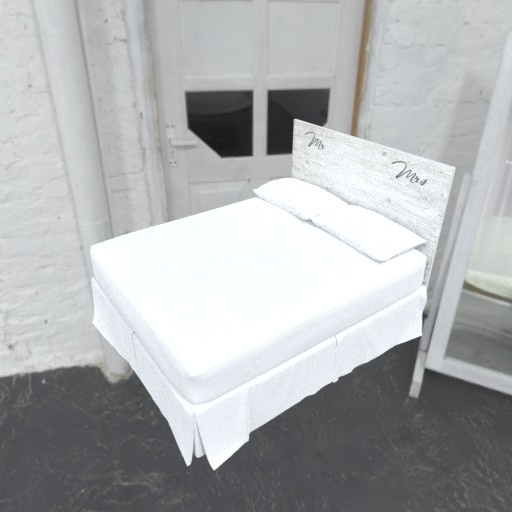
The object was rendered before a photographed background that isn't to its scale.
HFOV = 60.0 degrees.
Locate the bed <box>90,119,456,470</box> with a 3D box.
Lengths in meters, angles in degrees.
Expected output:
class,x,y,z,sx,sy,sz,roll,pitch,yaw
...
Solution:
class,x,y,z,sx,sy,sz,roll,pitch,yaw
bed,0.000,0.000,3.213,2.094,1.335,1.745,-20,36,-30
